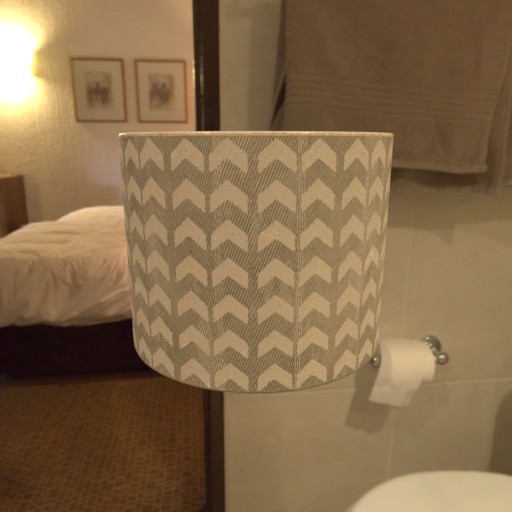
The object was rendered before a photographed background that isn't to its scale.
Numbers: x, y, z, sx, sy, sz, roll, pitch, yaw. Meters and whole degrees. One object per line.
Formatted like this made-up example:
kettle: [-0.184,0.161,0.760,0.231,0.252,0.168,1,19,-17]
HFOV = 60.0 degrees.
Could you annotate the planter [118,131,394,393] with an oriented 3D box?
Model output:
planter: [0.000,0.000,0.450,0.250,0.239,0.250,0,15,0]
